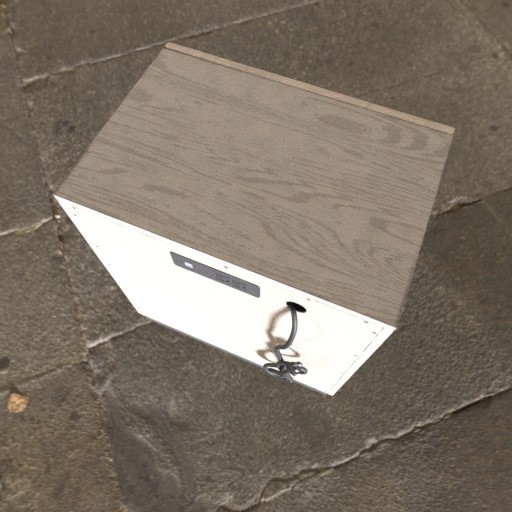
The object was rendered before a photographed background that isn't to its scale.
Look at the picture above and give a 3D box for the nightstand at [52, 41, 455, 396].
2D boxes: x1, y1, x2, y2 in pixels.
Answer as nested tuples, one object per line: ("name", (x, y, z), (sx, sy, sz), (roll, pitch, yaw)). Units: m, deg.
("nightstand", (0.000, 0.000, 1.087), (0.612, 0.673, 0.483), (21, 65, 10))
